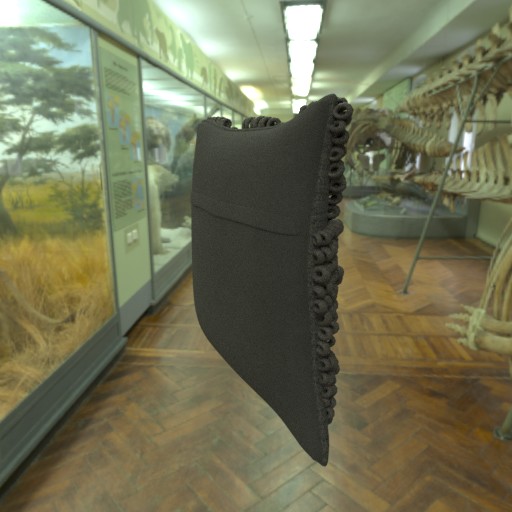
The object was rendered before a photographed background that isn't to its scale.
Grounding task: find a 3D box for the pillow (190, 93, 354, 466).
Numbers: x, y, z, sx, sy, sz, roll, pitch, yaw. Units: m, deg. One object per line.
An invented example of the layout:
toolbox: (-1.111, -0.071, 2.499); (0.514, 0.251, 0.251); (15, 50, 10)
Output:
pillow: (0.000, 0.000, 0.736); (0.172, 0.467, 0.470); (-7, 15, -25)
